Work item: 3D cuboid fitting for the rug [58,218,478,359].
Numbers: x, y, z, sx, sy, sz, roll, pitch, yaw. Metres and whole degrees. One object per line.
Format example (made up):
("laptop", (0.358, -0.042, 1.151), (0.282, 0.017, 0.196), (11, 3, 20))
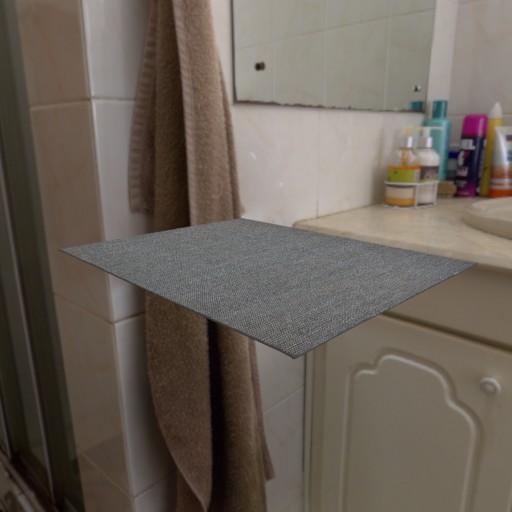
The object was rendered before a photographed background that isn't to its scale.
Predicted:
("rug", (0.000, 0.000, 4.109), (2.456, 0.021, 3.068), (-14, 21, -42))
